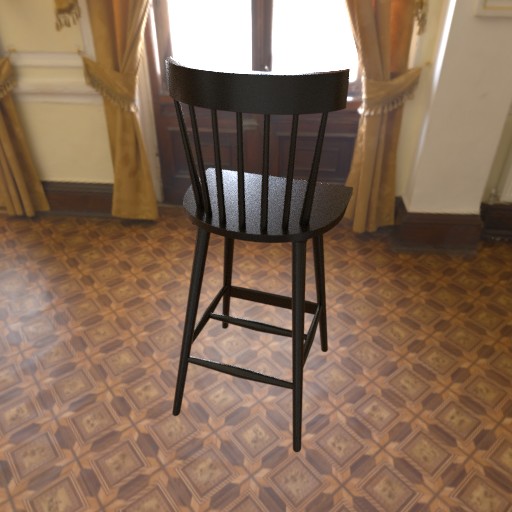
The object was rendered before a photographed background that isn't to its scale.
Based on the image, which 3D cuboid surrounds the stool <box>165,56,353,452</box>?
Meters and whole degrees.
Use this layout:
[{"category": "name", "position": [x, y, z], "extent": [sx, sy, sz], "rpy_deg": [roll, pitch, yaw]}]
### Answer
[{"category": "stool", "position": [0.000, 0.000, 1.338], "extent": [0.482, 1.092, 0.483], "rpy_deg": [10, 35, 15]}]
